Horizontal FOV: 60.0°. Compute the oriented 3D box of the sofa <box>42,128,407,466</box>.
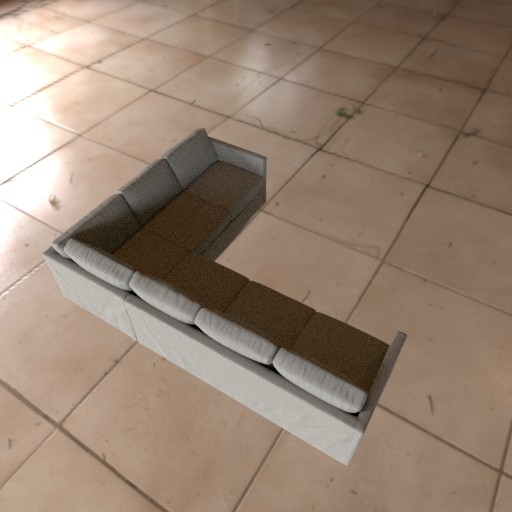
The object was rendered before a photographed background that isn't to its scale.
[{"bbox_3d":[0.000,0.000,4.401,3.182,0.871,2.432,24,52,21],"label":"sofa"}]
